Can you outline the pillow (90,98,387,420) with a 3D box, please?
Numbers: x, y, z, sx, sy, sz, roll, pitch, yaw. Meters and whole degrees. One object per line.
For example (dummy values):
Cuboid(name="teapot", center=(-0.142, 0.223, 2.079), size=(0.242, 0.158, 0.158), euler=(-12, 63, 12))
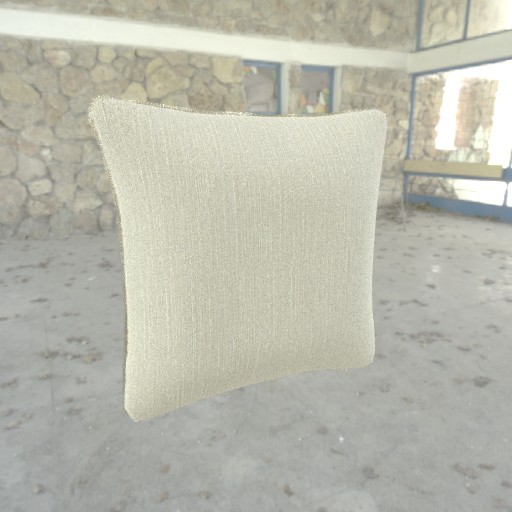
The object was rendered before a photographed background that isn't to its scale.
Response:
Cuboid(name="pillow", center=(0.000, 0.000, 0.799), size=(0.538, 0.525, 0.216), euler=(-7, 15, -25))
